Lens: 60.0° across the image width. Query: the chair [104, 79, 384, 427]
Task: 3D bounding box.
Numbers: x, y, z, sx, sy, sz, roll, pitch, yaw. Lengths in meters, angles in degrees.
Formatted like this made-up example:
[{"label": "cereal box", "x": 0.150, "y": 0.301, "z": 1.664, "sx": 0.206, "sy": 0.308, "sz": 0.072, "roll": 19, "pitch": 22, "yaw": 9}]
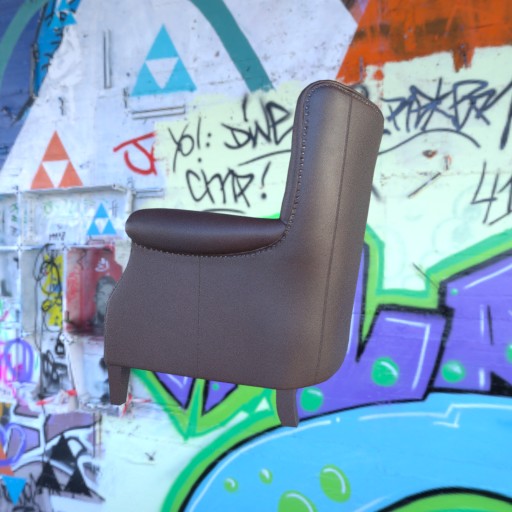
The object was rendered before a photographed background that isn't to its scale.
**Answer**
[{"label": "chair", "x": 0.000, "y": 0.000, "z": 1.344, "sx": 0.746, "sy": 0.800, "sz": 0.700, "roll": 0, "pitch": 1, "yaw": 18}]
